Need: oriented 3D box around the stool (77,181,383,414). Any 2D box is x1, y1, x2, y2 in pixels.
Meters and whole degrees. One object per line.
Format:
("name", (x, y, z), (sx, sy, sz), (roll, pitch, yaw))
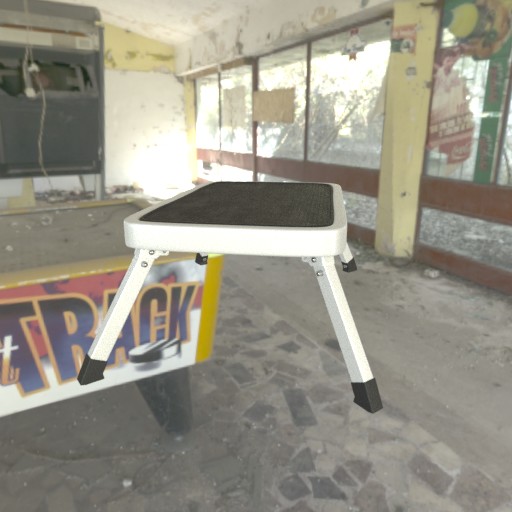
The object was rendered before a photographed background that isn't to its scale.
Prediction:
("stool", (0.000, 0.000, 0.638), (0.320, 0.170, 0.460), (3, 16, 9))
